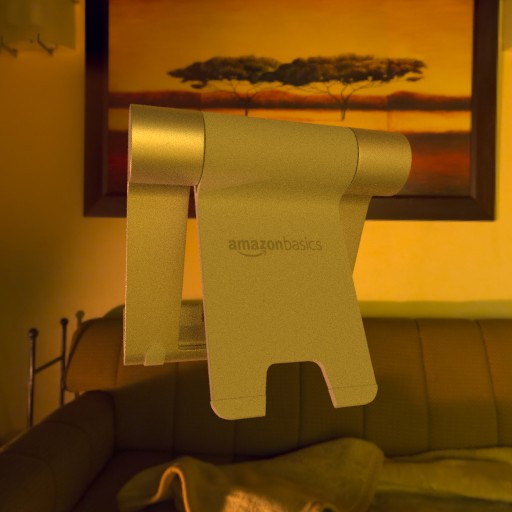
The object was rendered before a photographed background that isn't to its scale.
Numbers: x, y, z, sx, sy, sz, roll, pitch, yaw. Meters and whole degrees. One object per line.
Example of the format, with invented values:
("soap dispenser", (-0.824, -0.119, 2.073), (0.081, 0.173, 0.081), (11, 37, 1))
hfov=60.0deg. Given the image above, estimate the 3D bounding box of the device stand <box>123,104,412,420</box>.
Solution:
("device stand", (0.000, 0.000, 0.154), (0.086, 0.084, 0.079), (0, -1, -18))
